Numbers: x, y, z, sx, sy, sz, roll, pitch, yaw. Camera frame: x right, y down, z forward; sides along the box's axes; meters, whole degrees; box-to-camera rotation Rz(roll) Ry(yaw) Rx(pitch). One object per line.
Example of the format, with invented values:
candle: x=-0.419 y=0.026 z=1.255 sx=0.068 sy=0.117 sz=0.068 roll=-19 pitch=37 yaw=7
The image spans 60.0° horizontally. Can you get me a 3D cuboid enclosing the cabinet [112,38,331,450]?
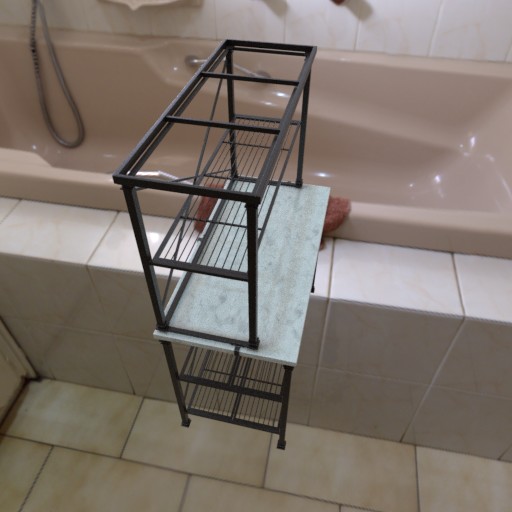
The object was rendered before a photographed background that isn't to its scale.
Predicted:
cabinet: x=0.000 y=0.000 z=2.246 sx=0.610 sy=1.659 sz=1.210 roll=9 pitch=45 yaw=9
